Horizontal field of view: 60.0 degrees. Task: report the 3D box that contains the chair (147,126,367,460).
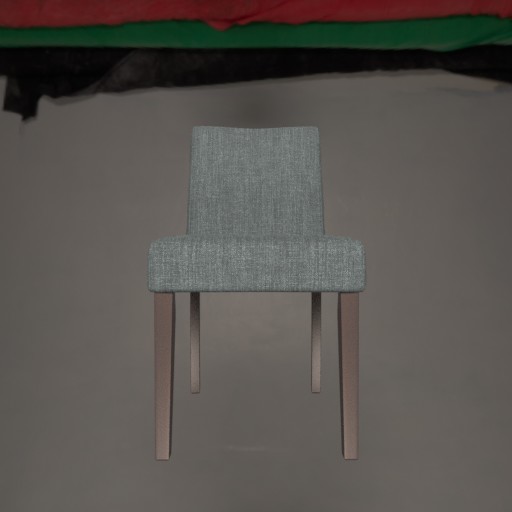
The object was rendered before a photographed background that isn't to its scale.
[{"bbox_3d":[0.000,0.000,1.256,0.487,0.884,0.629,0,0,0],"label":"chair"}]
